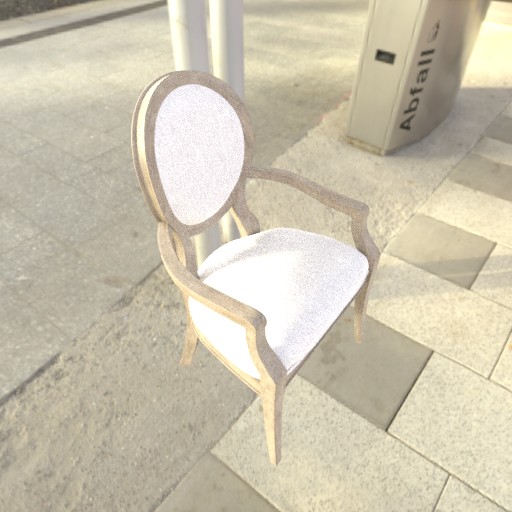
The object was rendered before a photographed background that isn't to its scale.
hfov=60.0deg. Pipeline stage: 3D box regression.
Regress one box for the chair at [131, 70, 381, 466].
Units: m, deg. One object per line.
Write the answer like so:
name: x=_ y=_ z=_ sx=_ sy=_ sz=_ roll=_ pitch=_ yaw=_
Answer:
chair: x=0.000 y=0.000 z=1.361 sx=0.602 sy=0.991 sz=0.611 roll=26 pitch=48 yaw=26
